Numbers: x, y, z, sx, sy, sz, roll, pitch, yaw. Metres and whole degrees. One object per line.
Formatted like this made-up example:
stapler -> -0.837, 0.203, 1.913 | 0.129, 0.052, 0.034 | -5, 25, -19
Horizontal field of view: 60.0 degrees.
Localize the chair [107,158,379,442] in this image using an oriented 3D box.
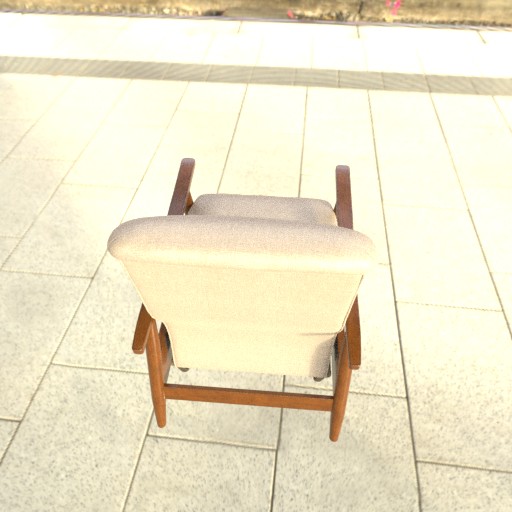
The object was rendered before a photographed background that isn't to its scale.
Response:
chair -> 0.000, 0.000, 1.727 | 0.762, 1.082, 1.030 | 3, 46, 3
